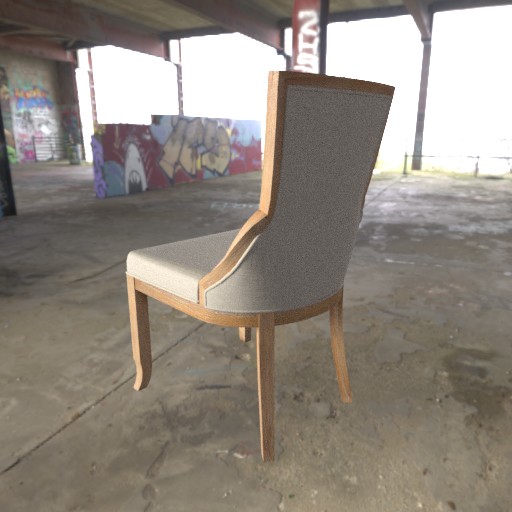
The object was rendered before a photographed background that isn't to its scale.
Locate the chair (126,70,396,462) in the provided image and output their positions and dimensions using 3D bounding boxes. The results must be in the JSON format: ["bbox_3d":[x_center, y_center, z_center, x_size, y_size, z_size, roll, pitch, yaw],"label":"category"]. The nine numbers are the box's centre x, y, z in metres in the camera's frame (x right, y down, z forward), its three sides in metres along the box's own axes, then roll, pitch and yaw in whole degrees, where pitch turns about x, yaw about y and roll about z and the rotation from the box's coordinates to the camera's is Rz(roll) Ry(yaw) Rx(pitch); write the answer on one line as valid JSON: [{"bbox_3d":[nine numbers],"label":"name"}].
[{"bbox_3d":[0.000,0.000,1.320,0.641,0.947,0.524,15,22,43],"label":"chair"}]
